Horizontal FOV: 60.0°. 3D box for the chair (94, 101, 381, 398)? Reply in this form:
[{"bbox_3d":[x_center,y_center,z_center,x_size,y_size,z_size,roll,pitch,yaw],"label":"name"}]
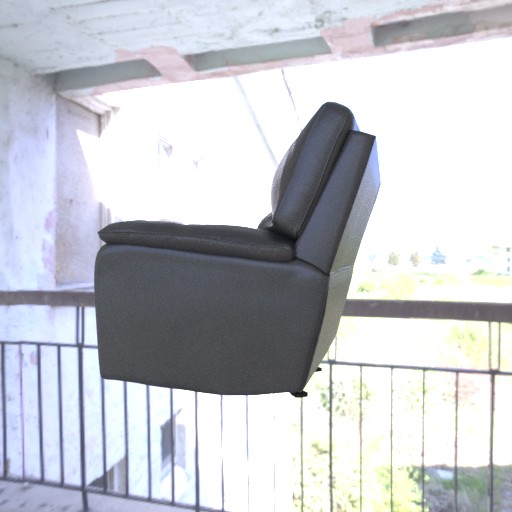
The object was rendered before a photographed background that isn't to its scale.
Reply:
[{"bbox_3d":[0.000,0.000,2.031,1.087,1.109,1.096,0,0,17],"label":"chair"}]
